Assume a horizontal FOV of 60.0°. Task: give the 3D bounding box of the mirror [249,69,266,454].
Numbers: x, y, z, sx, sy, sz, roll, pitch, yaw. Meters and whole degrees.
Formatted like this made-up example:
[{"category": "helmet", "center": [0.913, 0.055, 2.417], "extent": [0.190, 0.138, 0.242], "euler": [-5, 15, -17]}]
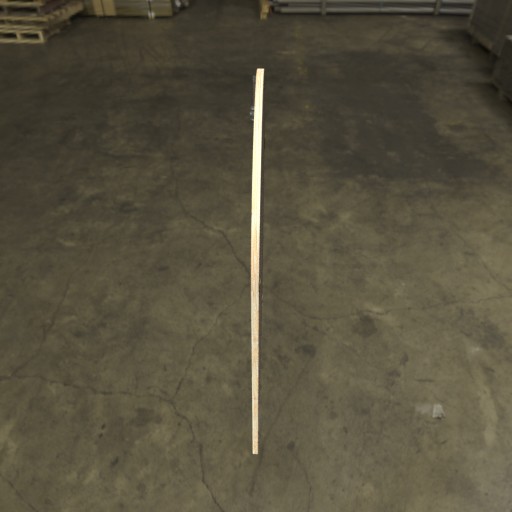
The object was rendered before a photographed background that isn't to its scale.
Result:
[{"category": "mirror", "center": [0.000, 0.000, 1.150], "extent": [0.032, 0.915, 0.609], "euler": [1, 41, 1]}]
